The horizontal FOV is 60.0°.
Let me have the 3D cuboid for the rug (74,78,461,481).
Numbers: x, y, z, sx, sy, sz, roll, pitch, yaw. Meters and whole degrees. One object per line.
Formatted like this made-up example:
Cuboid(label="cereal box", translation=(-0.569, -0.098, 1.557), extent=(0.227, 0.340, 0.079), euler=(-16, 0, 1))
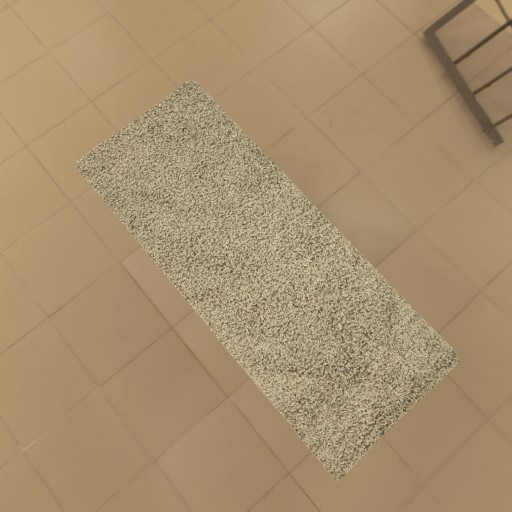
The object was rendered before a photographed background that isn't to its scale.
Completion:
Cuboid(label="rug", translation=(0.000, 0.000, 1.667), extent=(0.609, 0.030, 1.524), euler=(-40, 79, -10))
